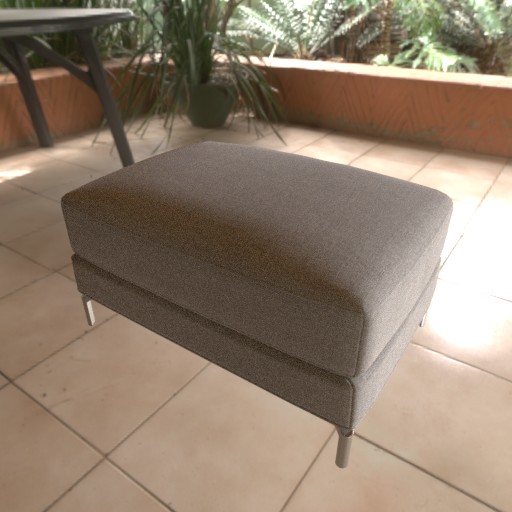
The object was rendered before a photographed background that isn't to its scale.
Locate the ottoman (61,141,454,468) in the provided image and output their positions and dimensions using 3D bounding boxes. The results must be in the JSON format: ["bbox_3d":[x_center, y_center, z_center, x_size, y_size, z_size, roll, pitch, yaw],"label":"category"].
[{"bbox_3d":[0.000,0.000,1.166,0.838,0.457,0.584,19,36,29],"label":"ottoman"}]
